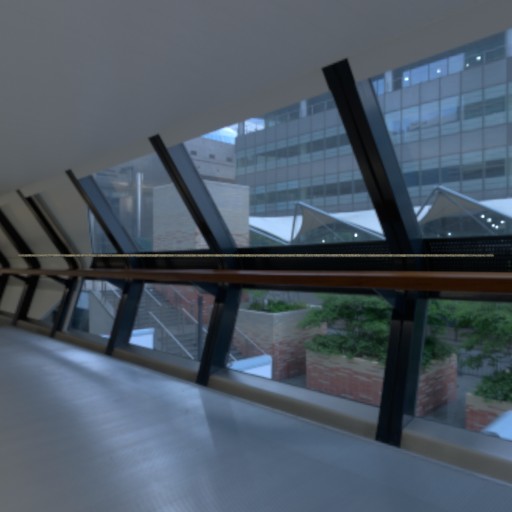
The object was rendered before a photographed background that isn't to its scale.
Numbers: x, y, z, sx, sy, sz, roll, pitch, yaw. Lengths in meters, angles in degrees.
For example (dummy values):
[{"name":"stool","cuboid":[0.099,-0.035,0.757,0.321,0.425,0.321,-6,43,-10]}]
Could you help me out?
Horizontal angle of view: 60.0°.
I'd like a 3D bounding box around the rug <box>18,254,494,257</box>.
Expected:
[{"name":"rug","cuboid":[0.000,0.000,4.195,3.201,0.014,2.437,0,0,0]}]
